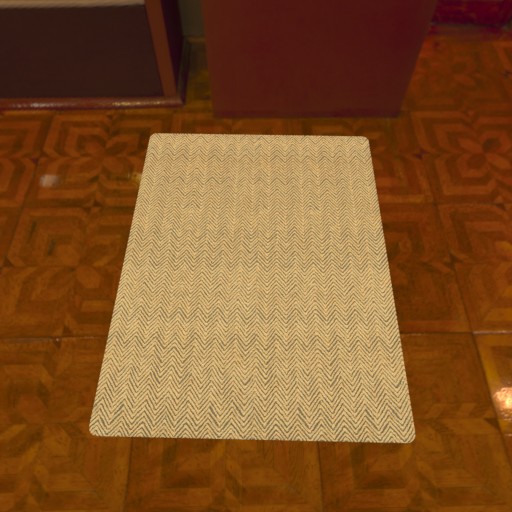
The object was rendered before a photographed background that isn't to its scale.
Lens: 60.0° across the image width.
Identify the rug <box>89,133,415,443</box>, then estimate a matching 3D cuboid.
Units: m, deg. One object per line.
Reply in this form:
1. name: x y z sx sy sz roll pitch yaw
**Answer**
1. rug: 0.000 0.000 4.132 2.439 0.014 3.207 1 58 1
